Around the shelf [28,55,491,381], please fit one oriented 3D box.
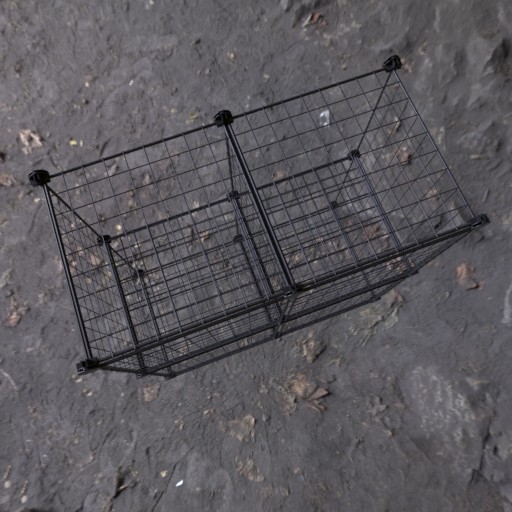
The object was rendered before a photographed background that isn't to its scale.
[{"bbox_3d":[0.000,0.000,1.086,0.711,0.711,0.356,-20,75,-6],"label":"shelf"}]
